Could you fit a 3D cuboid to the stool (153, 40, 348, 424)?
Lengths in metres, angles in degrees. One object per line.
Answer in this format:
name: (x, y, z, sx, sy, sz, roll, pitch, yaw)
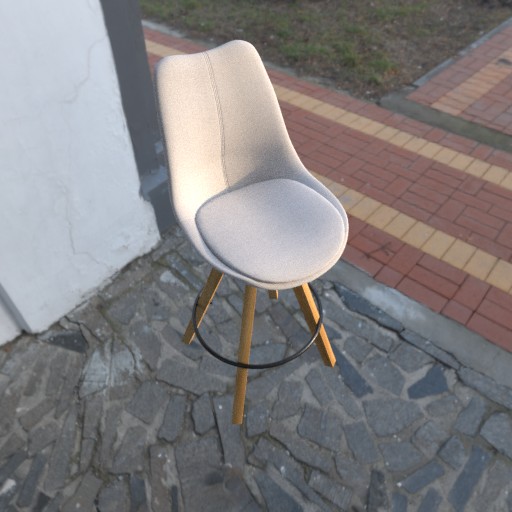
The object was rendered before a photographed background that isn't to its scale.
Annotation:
stool: (0.000, 0.000, 1.414, 0.484, 1.115, 0.550, -25, 51, -22)
